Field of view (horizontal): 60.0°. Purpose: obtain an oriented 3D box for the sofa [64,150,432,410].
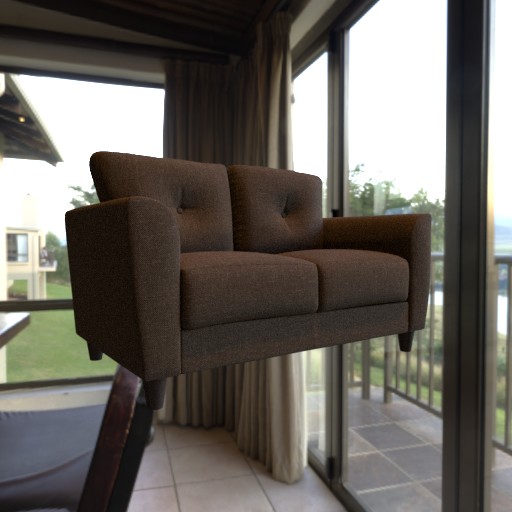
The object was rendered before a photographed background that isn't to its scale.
[{"bbox_3d":[0.000,0.000,1.961,1.423,0.885,0.851,-1,2,-35],"label":"sofa"}]
